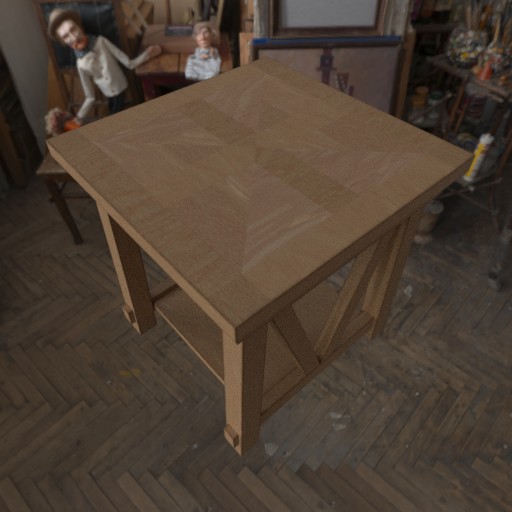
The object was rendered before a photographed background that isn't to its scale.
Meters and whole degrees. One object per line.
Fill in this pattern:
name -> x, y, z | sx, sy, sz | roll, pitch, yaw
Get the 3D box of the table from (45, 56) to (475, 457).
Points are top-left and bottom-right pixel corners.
table -> 0.000, 0.000, 1.121 | 0.612, 0.638, 0.610 | -33, 55, -27
